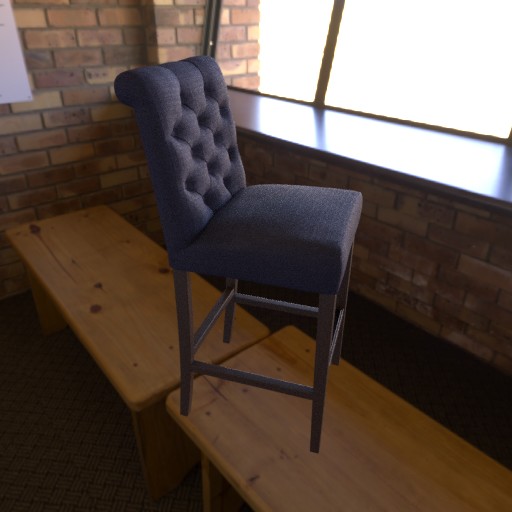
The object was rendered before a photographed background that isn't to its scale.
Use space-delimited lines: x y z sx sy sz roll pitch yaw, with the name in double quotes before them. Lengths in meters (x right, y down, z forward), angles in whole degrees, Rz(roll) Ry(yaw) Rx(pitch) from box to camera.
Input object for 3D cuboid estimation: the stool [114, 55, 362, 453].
"stool" 0.000 0.000 1.429 0.601 1.140 0.493 9 30 16
